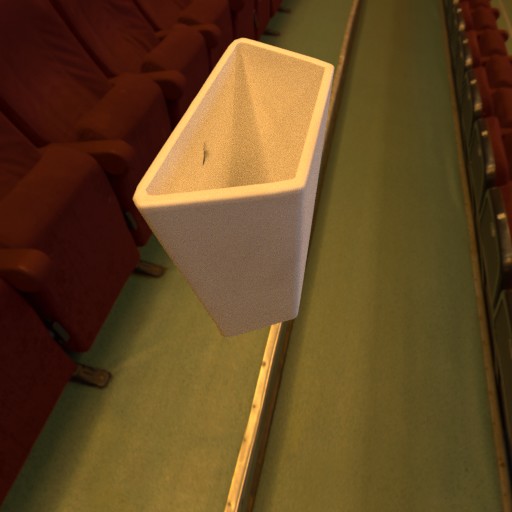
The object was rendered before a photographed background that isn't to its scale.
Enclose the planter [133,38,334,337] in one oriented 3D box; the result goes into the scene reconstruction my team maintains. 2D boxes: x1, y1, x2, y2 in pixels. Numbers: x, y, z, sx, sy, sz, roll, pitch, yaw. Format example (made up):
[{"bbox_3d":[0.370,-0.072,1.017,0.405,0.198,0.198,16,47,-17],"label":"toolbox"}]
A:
[{"bbox_3d":[0.000,0.000,0.272,0.060,0.197,0.150,10,48,9],"label":"planter"}]
